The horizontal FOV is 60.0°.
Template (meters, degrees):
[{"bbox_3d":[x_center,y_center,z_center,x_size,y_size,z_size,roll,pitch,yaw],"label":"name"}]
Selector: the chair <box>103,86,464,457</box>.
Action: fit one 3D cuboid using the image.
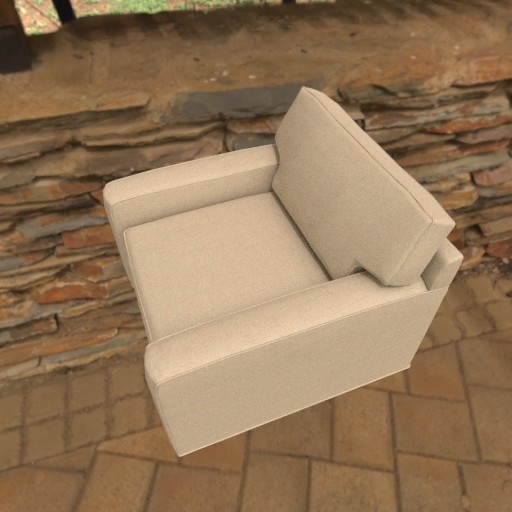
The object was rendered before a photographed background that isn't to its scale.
[{"bbox_3d":[0.000,0.000,1.792,1.043,0.913,0.998,-16,49,-14],"label":"chair"}]
